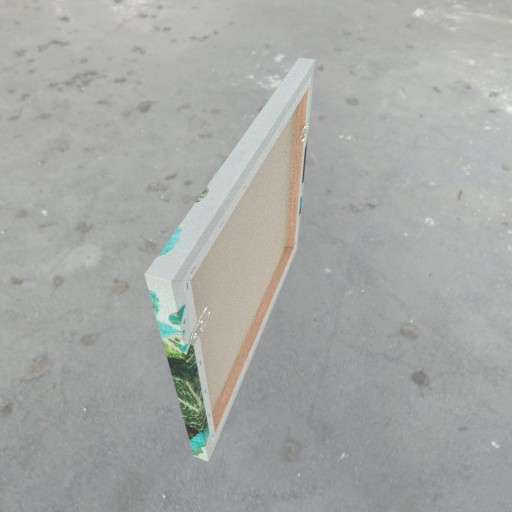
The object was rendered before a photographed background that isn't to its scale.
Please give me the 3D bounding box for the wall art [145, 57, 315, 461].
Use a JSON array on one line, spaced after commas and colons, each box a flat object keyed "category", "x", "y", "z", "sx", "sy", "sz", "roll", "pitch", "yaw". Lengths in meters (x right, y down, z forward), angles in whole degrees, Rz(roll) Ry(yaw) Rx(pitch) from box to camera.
[{"category": "wall art", "x": 0.000, "y": 0.000, "z": 1.001, "sx": 0.043, "sy": 0.610, "sz": 0.711, "roll": 14, "pitch": 48, "yaw": 14}]
